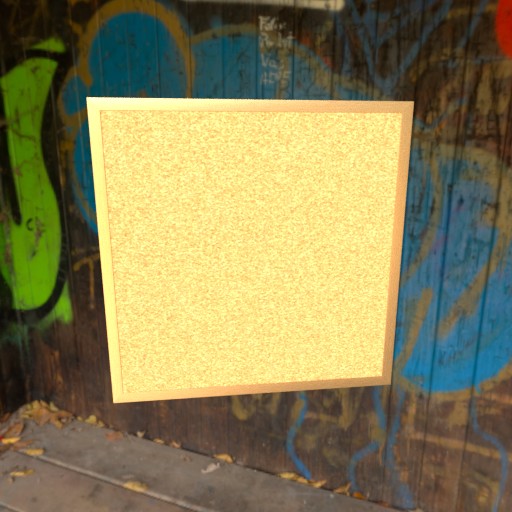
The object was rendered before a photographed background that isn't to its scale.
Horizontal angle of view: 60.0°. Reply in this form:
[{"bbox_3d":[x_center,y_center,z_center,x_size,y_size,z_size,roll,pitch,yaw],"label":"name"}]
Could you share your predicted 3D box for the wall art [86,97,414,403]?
[{"bbox_3d":[0.000,0.000,0.766,0.510,0.509,0.037,-2,14,-7],"label":"wall art"}]
